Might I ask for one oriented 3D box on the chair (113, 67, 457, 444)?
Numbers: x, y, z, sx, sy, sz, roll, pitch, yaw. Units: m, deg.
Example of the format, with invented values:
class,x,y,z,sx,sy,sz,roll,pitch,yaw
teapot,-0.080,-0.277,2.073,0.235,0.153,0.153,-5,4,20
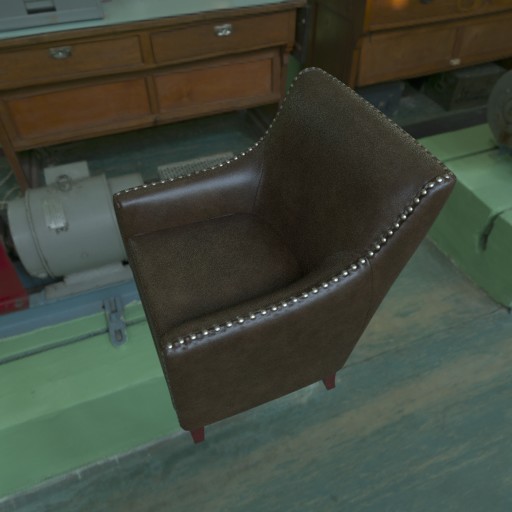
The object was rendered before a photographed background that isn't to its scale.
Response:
class,x,y,z,sx,sy,sz,roll,pitch,yaw
chair,0.000,0.000,1.315,0.704,0.813,0.639,-17,48,-16
